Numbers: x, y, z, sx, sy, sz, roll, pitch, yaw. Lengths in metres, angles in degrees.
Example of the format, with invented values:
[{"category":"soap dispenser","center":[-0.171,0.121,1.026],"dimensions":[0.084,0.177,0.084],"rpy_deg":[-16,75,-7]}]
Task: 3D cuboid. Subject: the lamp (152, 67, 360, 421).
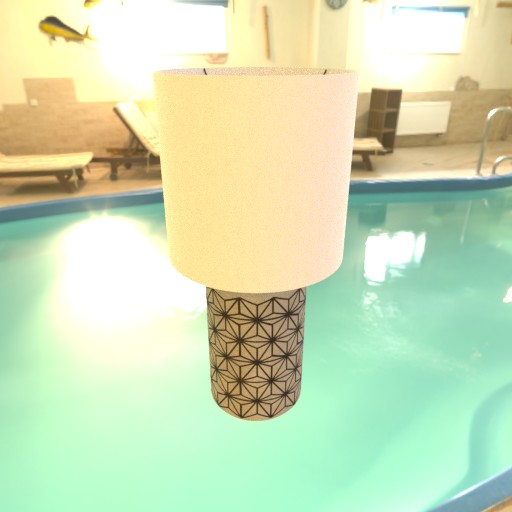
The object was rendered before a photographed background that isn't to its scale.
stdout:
[{"category":"lamp","center":[0.000,0.000,0.538],"dimensions":[0.206,0.416,0.206],"rpy_deg":[-17,30,-33]}]
